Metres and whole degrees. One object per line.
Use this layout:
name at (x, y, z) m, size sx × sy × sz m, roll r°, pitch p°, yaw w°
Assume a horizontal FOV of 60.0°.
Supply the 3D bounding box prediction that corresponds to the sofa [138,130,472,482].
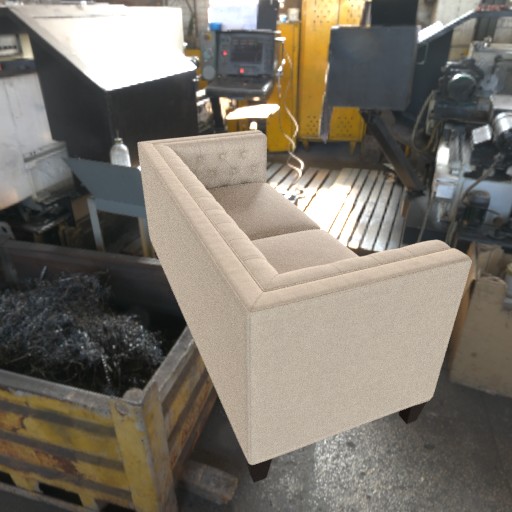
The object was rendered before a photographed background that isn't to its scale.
sofa at (0.000, 0.000, 2.174) m, size 0.775 × 0.762 × 1.778 m, roll -11°, pitch 32°, yaw -19°
